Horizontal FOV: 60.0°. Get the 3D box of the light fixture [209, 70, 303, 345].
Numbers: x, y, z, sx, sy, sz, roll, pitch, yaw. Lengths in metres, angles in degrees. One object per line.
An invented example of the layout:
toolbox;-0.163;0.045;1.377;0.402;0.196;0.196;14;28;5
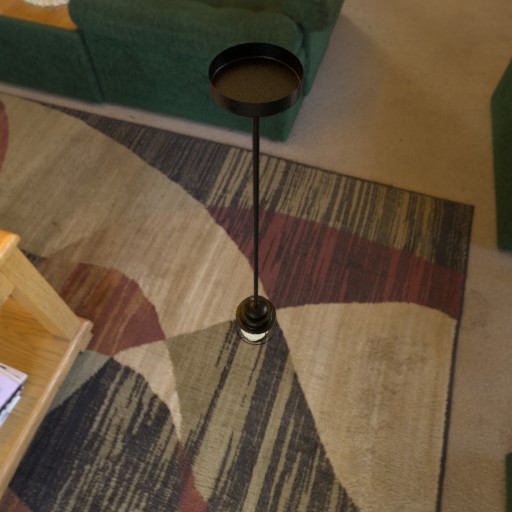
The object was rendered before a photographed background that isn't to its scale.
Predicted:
light fixture;0.000;0.000;0.966;0.123;0.920;0.123;0;59;0
